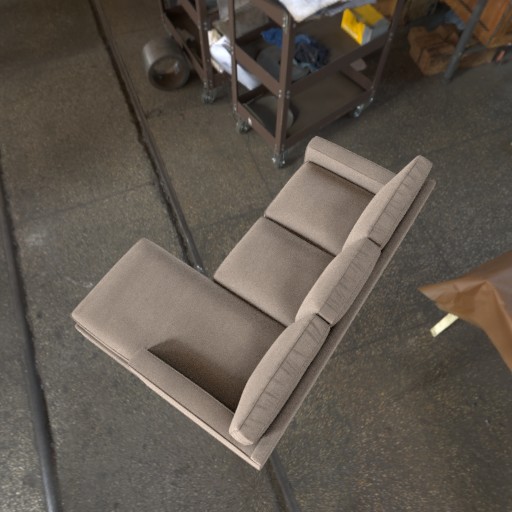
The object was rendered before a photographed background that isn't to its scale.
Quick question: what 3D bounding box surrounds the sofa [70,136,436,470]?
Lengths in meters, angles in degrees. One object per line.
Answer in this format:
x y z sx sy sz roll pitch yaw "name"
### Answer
0.000 0.000 2.959 1.496 0.861 2.087 31 66 15 "sofa"
